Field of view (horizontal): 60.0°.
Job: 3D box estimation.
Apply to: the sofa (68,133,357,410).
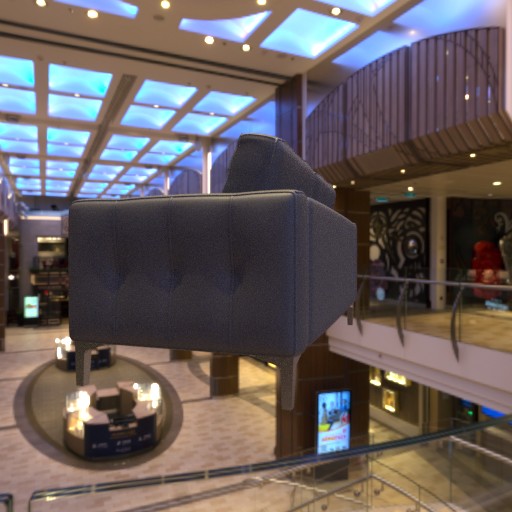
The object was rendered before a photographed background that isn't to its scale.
[{"bbox_3d":[0.000,0.000,2.198,0.833,0.893,1.726,0,0,18],"label":"sofa"}]
